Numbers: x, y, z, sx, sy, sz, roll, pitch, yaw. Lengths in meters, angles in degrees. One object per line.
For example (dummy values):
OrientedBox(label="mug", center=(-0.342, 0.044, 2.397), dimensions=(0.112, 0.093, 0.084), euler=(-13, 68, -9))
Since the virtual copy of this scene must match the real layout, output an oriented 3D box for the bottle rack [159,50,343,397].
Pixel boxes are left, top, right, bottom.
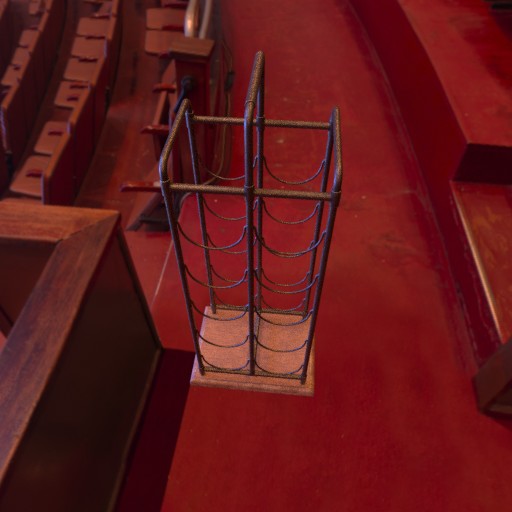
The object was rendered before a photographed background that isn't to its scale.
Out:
OrientedBox(label="bottle rack", center=(0.000, 0.000, 0.804), dimensions=(0.276, 0.680, 0.208), euler=(4, 49, 4))
